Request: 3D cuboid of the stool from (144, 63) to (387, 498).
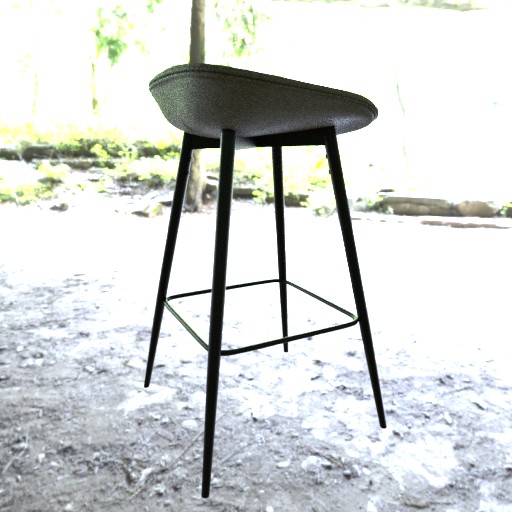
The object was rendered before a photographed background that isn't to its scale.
[{"bbox_3d":[0.000,0.000,1.069,0.480,0.814,0.469,-8,16,-27],"label":"stool"}]
